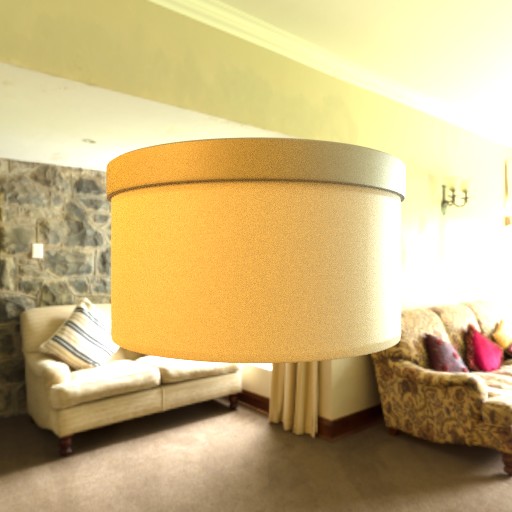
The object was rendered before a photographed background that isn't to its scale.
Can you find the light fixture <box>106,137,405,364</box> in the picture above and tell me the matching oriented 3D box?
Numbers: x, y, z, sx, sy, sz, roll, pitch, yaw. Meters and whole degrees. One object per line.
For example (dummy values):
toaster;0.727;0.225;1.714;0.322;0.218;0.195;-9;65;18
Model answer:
light fixture;0.000;0.000;0.615;0.393;0.229;0.393;0;0;0
